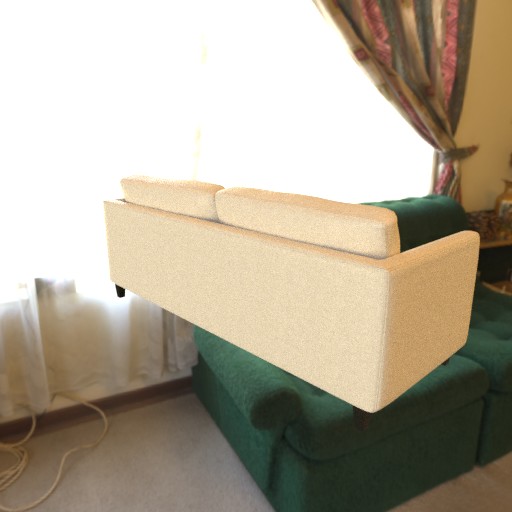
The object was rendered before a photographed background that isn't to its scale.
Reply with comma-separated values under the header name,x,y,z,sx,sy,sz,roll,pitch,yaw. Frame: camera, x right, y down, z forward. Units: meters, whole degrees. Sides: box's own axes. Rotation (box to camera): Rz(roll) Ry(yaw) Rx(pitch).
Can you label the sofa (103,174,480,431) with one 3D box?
name,x,y,z,sx,sy,sz,roll,pitch,yaw
sofa,0.000,0.000,2.876,0.948,0.965,2.434,-14,21,-42
